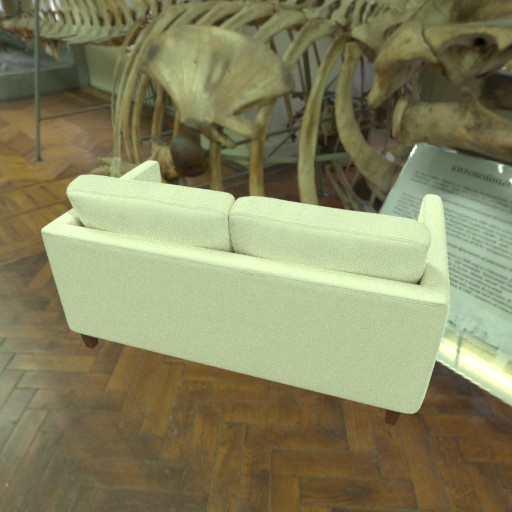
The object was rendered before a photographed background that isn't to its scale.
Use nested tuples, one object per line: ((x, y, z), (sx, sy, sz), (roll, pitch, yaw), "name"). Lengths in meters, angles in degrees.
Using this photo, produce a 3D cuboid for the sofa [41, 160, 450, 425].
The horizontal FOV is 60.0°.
((0.000, 0.000, 2.206), (1.702, 0.888, 0.964), (10, 33, 15), "sofa")
